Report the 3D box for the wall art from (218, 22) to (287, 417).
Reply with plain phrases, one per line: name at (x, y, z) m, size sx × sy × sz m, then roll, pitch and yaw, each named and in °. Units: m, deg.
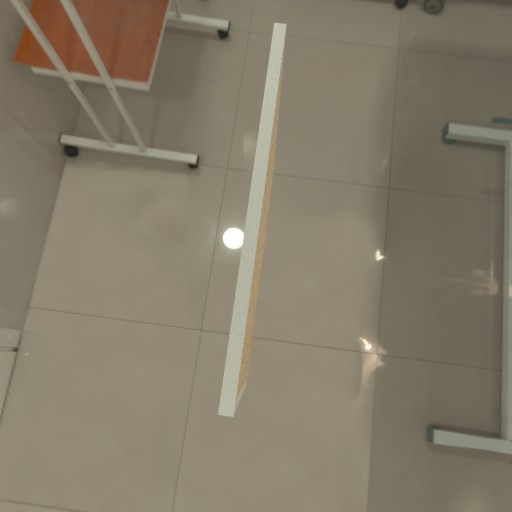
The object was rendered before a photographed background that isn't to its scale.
wall art at (0.000, 0.000, 0.629) m, size 0.013 × 0.456 × 0.382 m, roll 7°, pitch 77°, yaw 2°
